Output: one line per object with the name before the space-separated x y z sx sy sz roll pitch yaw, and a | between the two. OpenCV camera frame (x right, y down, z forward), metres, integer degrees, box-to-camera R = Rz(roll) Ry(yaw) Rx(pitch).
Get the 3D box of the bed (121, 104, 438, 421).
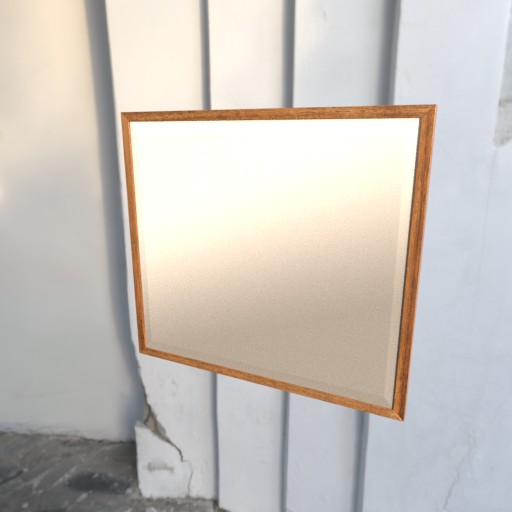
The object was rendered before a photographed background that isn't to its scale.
bed | 0.000 0.000 1.492 1.041 0.940 0.043 7 17 25
